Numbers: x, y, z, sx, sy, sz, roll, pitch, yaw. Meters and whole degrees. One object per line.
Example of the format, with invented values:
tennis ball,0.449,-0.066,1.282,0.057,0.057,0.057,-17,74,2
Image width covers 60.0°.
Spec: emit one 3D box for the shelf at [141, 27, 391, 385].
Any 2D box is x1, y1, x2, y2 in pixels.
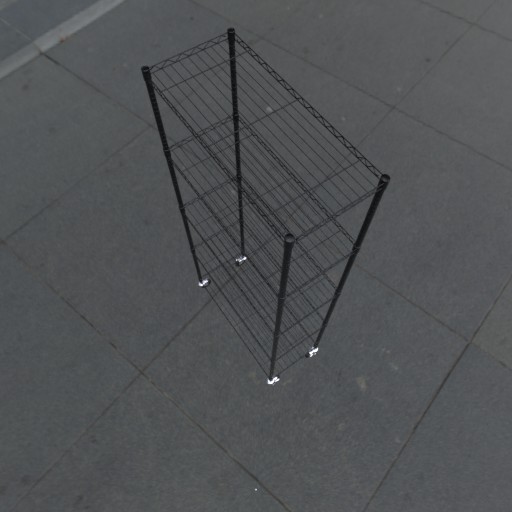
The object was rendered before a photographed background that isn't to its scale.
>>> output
shelf,0.000,0.000,1.966,0.356,1.645,0.762,-32,67,-16
